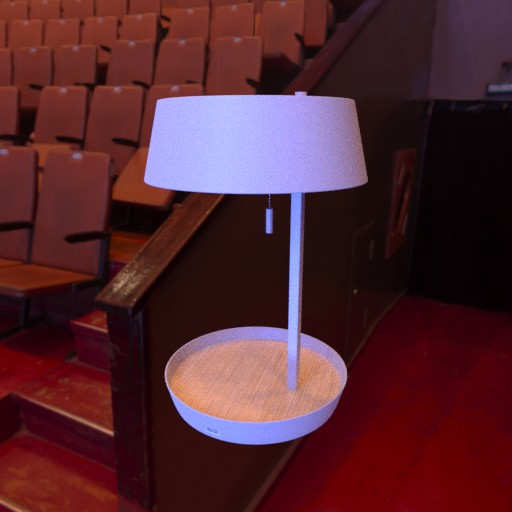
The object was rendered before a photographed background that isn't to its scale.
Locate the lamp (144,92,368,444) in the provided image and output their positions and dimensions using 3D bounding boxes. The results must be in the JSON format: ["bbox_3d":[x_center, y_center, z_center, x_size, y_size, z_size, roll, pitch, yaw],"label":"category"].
[{"bbox_3d":[0.000,0.000,0.623,0.291,0.429,0.291,0,16,0],"label":"lamp"}]
